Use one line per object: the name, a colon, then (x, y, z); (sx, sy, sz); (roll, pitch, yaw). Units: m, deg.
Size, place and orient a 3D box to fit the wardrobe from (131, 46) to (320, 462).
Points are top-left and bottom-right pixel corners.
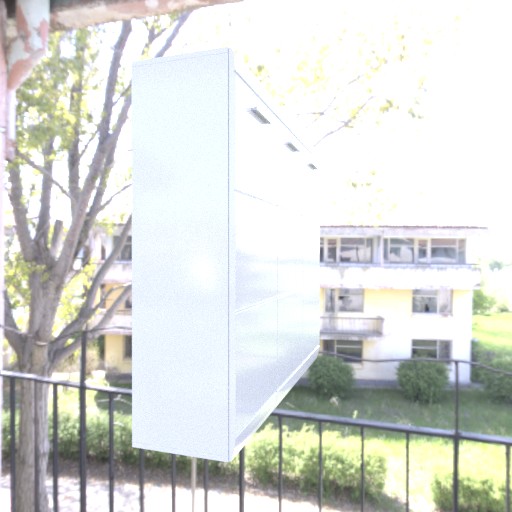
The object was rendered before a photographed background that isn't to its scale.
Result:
wardrobe: (0.000, 0.000, 1.942); (0.360, 1.200, 1.340); (0, 0, 18)
